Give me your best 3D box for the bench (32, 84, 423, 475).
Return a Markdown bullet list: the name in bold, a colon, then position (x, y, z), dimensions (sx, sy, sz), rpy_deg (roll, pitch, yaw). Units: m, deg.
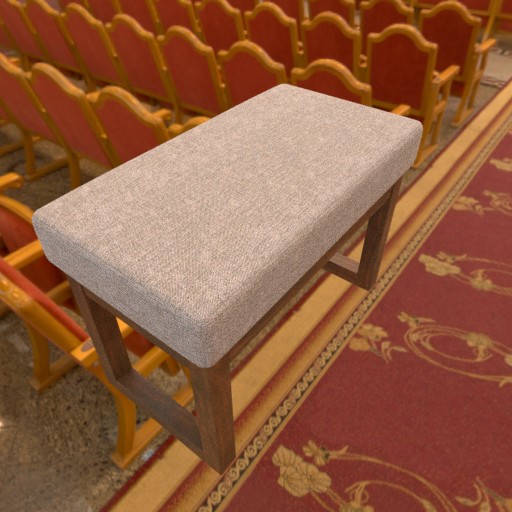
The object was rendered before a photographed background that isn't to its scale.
- **bench**: position (0.000, 0.000, 0.939), dimensions (0.366, 0.467, 0.681), rpy_deg (27, 48, 27)
